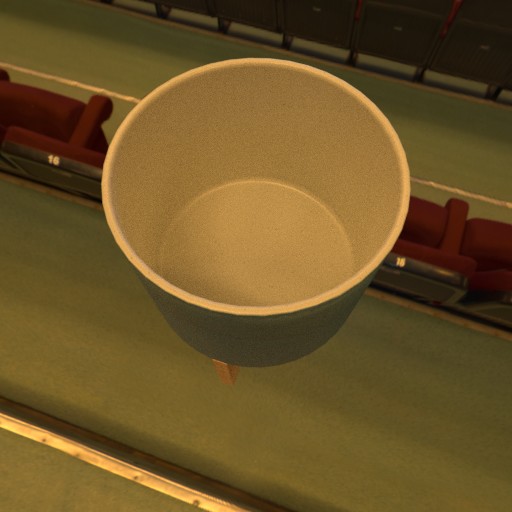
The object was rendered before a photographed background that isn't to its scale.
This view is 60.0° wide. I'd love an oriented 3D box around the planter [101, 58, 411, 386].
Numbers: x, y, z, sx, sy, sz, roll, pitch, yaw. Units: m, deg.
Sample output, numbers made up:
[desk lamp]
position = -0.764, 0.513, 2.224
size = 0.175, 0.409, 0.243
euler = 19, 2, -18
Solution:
[planter]
position = 0.000, 0.000, 0.396
size = 0.192, 0.263, 0.192
euler = 0, 65, 0
